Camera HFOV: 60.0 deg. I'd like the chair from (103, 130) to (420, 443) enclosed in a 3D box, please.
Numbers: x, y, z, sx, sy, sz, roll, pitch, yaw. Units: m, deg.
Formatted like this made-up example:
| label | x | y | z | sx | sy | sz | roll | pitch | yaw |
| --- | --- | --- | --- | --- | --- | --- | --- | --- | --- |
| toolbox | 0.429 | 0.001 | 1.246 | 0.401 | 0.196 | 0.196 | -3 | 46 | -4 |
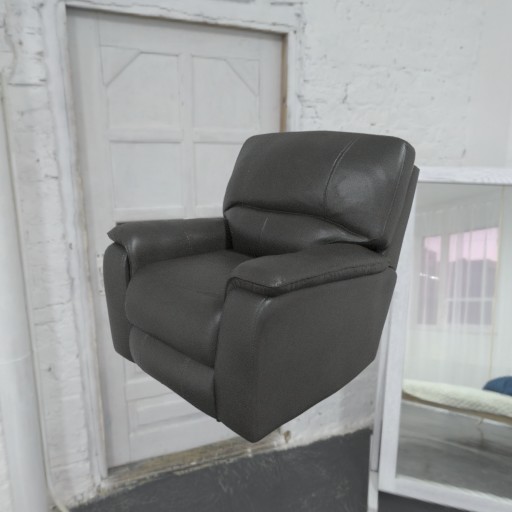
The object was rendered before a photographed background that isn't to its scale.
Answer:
| label | x | y | z | sx | sy | sz | roll | pitch | yaw |
| --- | --- | --- | --- | --- | --- | --- | --- | --- | --- |
| chair | 0.000 | 0.000 | 2.022 | 1.087 | 1.109 | 1.096 | -14 | 21 | -43 |
